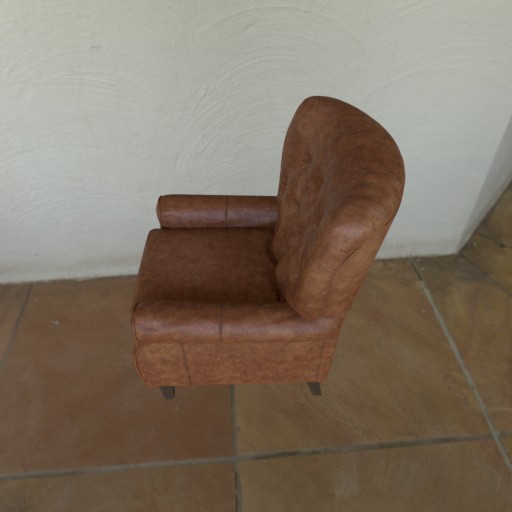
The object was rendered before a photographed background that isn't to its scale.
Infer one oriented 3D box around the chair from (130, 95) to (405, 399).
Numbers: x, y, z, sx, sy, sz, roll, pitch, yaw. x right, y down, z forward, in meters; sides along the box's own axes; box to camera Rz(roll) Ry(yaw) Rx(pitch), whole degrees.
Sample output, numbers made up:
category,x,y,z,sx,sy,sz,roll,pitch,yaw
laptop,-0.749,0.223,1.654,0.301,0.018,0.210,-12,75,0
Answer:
category,x,y,z,sx,sy,sz,roll,pitch,yaw
chair,0.000,0.000,1.954,1.059,1.164,0.951,-1,42,-1
